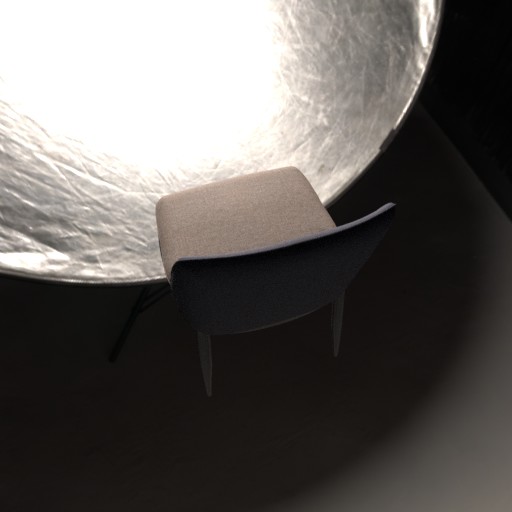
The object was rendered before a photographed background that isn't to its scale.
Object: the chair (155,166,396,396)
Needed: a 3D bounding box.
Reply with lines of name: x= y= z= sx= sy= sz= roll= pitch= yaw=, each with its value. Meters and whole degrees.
chair: x=0.000 y=0.000 z=1.174 sx=0.480 sy=0.839 sz=0.551 roll=-15 pitch=58 yaw=-10
